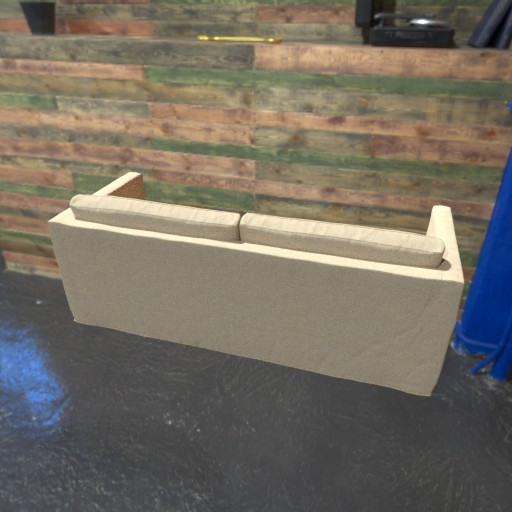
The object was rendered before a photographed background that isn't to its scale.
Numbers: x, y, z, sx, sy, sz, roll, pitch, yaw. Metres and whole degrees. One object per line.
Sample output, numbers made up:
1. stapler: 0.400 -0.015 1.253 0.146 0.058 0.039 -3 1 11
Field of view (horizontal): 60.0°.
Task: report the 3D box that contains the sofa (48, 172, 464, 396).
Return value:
1. sofa: 0.000 0.000 2.829 2.312 0.853 0.962 9 31 15
